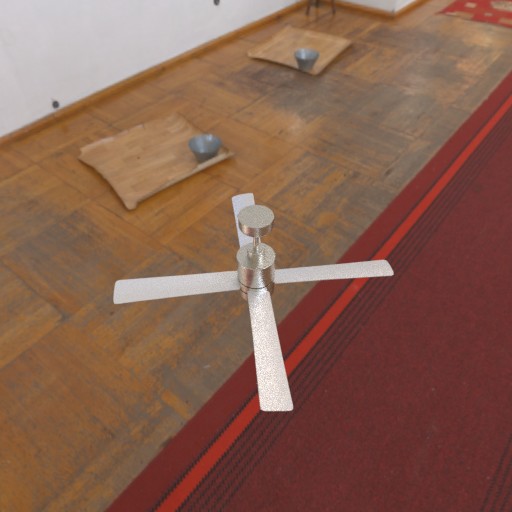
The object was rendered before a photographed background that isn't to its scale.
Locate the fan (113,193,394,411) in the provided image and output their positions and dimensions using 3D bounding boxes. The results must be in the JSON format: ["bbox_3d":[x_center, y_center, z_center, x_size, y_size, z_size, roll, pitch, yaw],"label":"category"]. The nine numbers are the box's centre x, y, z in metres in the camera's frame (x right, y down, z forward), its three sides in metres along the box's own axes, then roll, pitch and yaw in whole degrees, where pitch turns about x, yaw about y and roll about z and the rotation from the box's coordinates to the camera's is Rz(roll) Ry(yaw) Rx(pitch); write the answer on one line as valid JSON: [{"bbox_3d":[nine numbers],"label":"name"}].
[{"bbox_3d":[0.000,0.000,2.302,1.525,0.539,1.525,-5,45,-4],"label":"fan"}]
